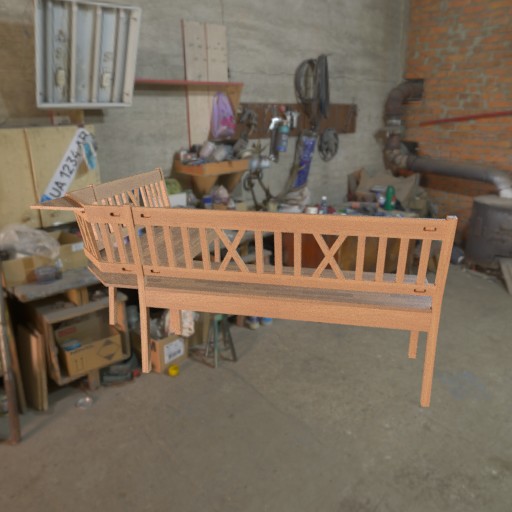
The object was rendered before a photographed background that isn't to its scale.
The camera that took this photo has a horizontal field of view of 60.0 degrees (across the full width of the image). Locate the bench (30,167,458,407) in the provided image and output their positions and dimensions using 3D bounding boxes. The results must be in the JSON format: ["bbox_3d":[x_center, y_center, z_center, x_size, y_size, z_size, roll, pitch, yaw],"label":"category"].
[{"bbox_3d":[0.000,0.000,2.775,1.937,0.902,1.537,4,18,11],"label":"bench"}]
